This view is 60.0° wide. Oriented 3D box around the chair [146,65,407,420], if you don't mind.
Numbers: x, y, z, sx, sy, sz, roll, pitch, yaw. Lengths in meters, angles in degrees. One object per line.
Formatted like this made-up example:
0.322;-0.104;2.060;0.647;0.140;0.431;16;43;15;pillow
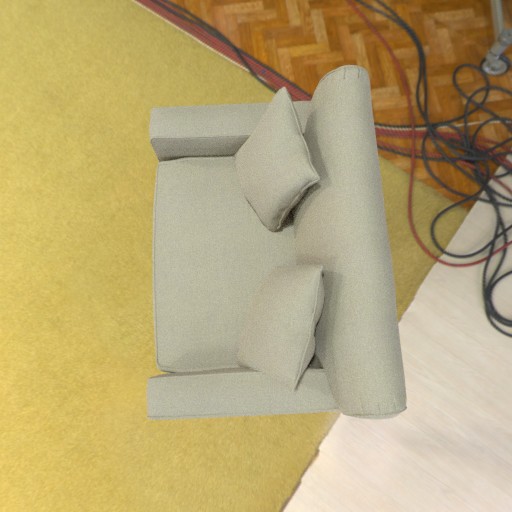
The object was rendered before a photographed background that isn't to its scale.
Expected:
0.000;0.000;2.058;1.000;0.948;1.383;-3;77;-1;chair
